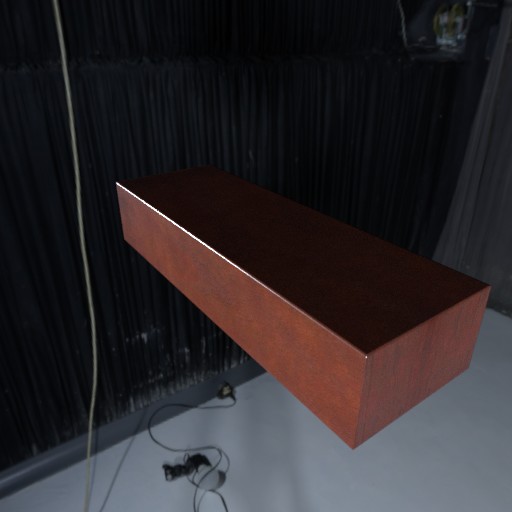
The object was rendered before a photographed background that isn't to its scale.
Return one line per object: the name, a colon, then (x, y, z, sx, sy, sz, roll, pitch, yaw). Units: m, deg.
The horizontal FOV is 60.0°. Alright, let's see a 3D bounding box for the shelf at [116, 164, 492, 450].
shelf: (0.000, 0.000, 0.513, 0.152, 0.088, 0.457, -18, 32, -31)
